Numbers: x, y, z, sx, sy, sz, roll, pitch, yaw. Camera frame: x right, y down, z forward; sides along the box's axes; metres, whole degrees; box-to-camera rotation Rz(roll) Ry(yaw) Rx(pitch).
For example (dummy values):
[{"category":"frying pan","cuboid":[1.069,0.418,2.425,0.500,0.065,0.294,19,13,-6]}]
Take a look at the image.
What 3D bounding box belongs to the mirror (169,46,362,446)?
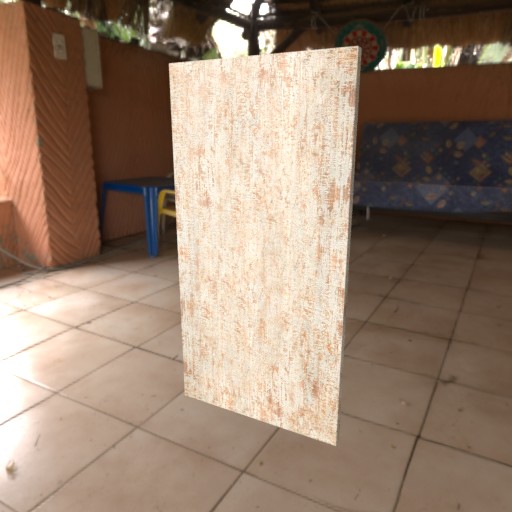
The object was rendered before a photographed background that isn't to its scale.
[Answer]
[{"category":"mirror","cuboid":[0.000,0.000,1.110,0.472,0.922,0.027,8,17,27]}]
